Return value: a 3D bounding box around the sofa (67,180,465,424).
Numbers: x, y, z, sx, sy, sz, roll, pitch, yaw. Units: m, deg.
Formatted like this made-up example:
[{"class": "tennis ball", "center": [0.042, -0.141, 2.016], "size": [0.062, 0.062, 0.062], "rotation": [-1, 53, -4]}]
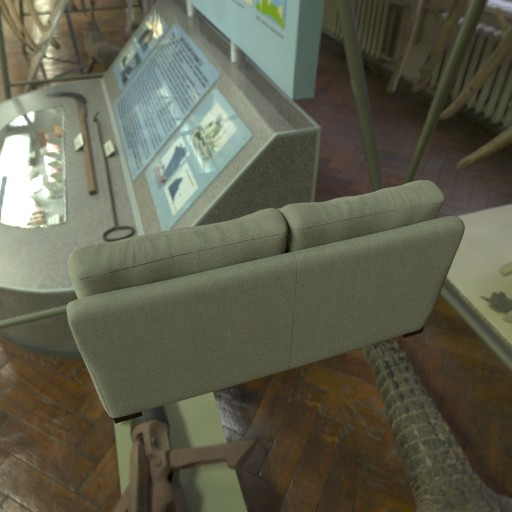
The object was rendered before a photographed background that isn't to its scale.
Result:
[{"class": "sofa", "center": [0.000, 0.000, 2.439], "size": [1.855, 0.980, 0.962], "rotation": [-12, 42, -14]}]
